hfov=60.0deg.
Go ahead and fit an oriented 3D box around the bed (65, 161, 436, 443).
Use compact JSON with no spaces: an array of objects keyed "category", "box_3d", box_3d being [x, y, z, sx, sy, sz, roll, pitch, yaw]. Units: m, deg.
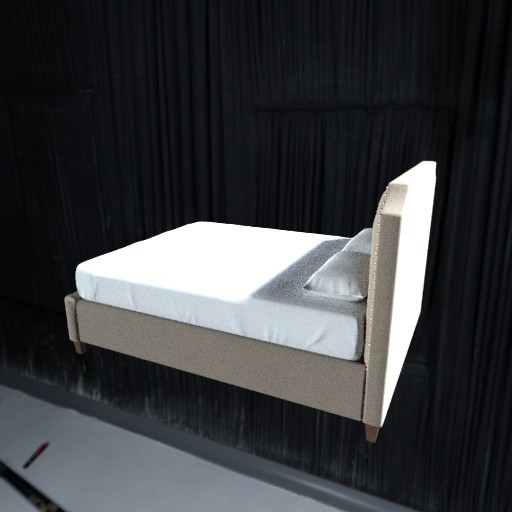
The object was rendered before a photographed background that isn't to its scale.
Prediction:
[{"category":"bed","box_3d":[0.000,0.000,3.425,2.329,1.415,1.703,8,19,25]}]
